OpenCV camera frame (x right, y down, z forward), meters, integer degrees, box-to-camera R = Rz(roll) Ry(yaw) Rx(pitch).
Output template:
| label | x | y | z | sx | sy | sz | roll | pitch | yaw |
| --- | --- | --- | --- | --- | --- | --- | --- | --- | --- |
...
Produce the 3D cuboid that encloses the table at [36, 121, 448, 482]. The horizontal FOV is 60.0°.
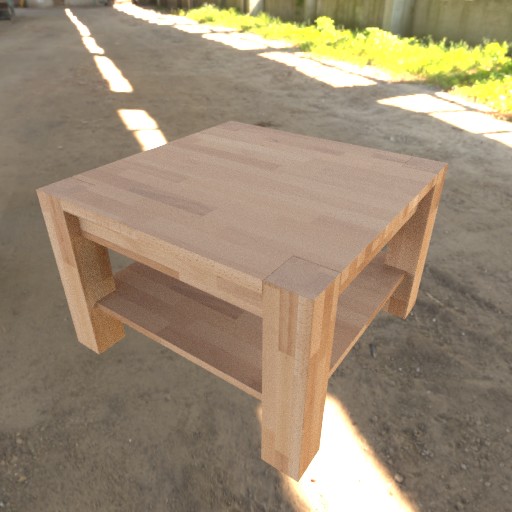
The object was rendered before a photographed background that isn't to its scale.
| label | x | y | z | sx | sy | sz | roll | pitch | yaw |
| --- | --- | --- | --- | --- | --- | --- | --- | --- | --- |
| table | 0.000 | 0.000 | 1.171 | 0.700 | 0.451 | 0.700 | 20 | 37 | 29 |
